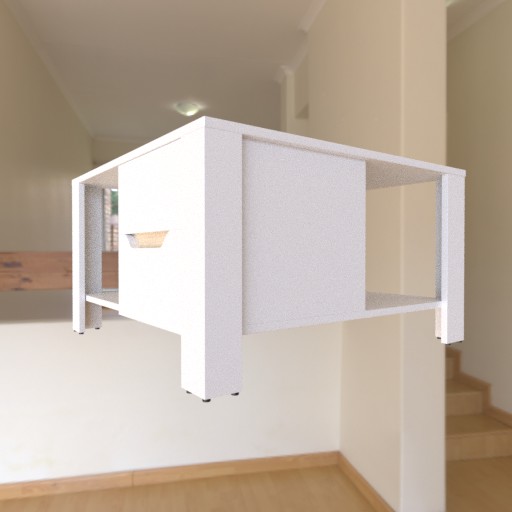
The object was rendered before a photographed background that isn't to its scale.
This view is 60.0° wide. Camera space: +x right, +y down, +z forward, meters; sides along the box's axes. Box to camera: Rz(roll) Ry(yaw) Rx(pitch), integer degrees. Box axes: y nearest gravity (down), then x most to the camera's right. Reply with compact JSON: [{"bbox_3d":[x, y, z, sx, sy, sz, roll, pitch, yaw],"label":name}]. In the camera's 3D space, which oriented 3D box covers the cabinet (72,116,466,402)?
[{"bbox_3d":[0.000,0.000,1.266,0.800,0.460,0.800,-1,1,-37],"label":"cabinet"}]
